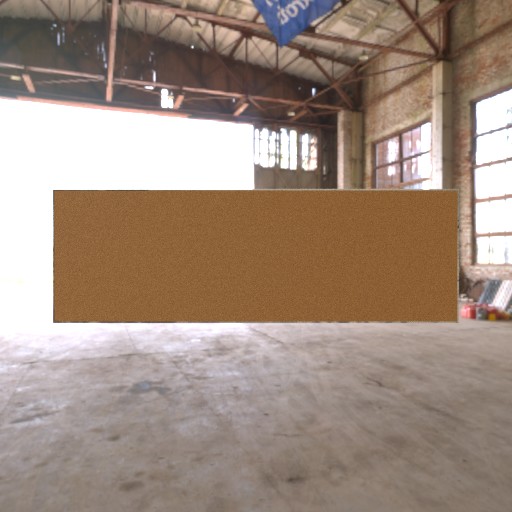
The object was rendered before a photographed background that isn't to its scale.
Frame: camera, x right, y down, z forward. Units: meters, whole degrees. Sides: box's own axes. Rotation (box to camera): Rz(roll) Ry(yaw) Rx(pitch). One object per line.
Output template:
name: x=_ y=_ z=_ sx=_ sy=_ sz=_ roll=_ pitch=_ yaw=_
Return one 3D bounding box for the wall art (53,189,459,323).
wall art: x=0.000 y=0.000 z=0.846 sx=0.759 sy=0.251 sz=0.037 roll=0 pitch=0 yaw=0
